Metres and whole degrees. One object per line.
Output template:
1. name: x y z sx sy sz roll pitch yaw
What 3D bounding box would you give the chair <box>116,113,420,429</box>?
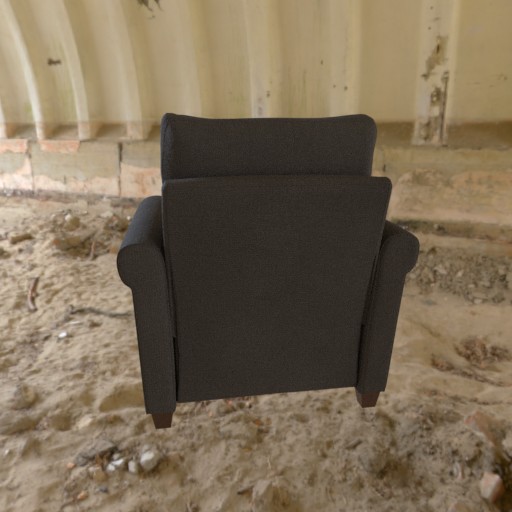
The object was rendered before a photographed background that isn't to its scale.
1. chair: 0.000 0.000 1.576 0.867 0.942 0.828 -2 15 -9
